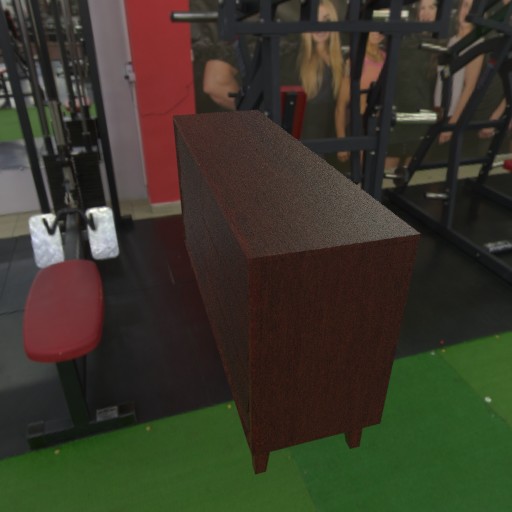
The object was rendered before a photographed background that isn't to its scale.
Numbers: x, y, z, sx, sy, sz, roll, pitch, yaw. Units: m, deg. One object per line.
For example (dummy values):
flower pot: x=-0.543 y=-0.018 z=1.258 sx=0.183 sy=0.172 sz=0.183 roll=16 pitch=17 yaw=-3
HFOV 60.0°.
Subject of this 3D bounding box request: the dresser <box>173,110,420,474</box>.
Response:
dresser: x=0.000 y=0.000 z=2.081 sx=0.499 sy=0.971 sz=1.609 roll=-8 pitch=31 yaw=-14
